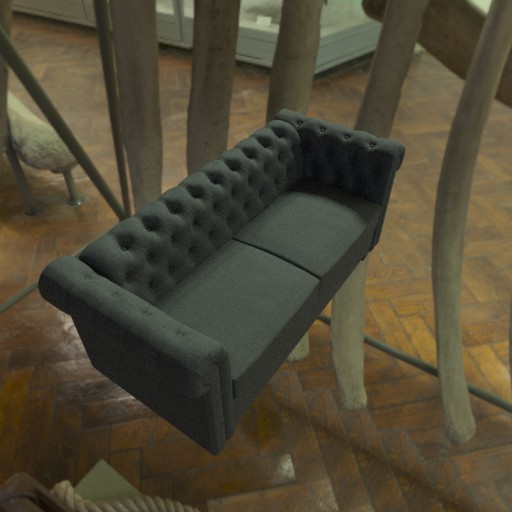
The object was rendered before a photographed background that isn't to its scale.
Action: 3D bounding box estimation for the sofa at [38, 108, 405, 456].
[{"bbox_3d":[0.000,0.000,2.262,0.783,0.797,1.798,25,48,25],"label":"sofa"}]
